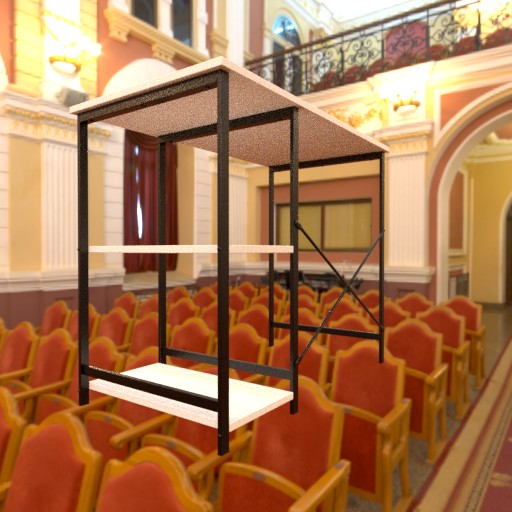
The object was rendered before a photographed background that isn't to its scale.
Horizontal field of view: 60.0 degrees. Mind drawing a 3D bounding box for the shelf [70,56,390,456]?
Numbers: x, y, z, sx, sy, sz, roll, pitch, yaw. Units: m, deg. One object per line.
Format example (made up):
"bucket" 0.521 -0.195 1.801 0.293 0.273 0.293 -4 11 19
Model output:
"shelf" 0.000 0.000 1.331 0.498 0.750 0.902 1 1 36
